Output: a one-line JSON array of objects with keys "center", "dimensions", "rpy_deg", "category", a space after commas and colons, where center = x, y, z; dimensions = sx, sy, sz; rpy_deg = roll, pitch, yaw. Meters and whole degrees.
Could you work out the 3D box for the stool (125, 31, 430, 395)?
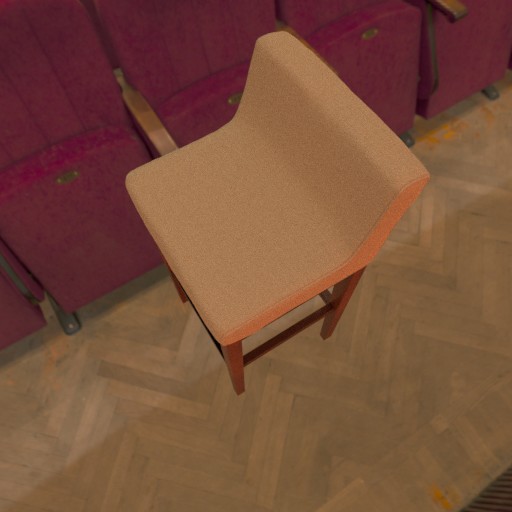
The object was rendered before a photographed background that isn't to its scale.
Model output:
[{"center": [0.000, 0.000, 1.322], "dimensions": [0.500, 1.037, 0.511], "rpy_deg": [-29, 66, -14], "category": "stool"}]
